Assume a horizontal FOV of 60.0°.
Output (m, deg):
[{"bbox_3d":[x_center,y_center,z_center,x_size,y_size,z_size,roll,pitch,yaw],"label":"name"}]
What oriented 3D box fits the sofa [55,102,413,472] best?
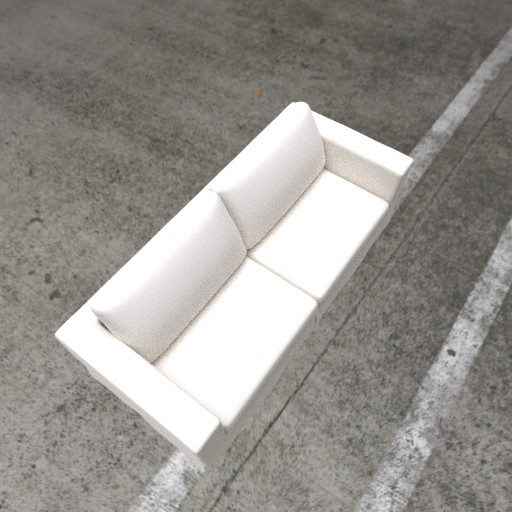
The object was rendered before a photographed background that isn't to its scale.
[{"bbox_3d":[0.000,0.000,2.674,0.954,0.881,2.163,32,64,18],"label":"sofa"}]
